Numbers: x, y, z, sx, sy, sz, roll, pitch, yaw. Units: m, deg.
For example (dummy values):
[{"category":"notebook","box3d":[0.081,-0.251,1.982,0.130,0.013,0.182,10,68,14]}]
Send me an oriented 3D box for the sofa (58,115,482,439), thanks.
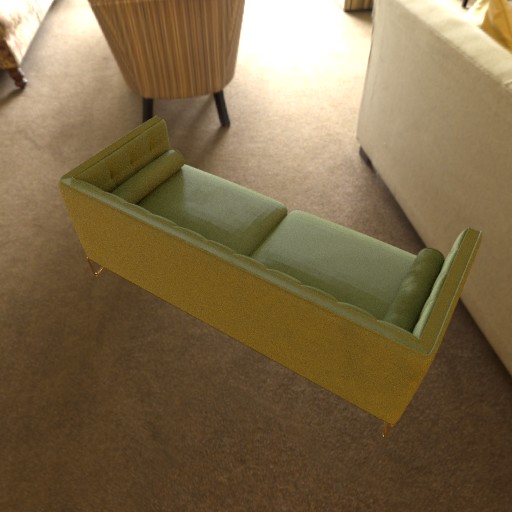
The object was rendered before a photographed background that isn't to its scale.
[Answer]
[{"category":"sofa","box3d":[0.000,0.000,2.537,2.087,0.789,0.867,25,51,21]}]
